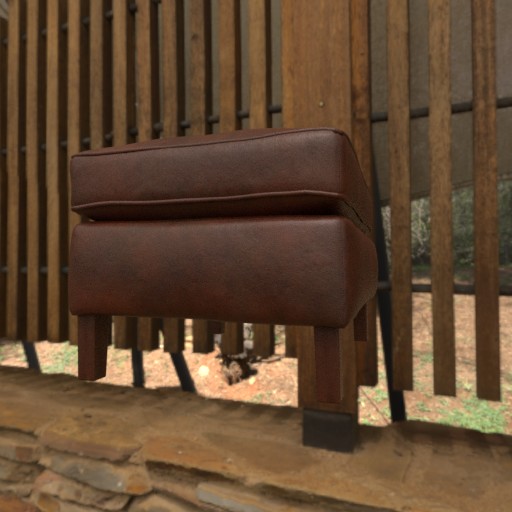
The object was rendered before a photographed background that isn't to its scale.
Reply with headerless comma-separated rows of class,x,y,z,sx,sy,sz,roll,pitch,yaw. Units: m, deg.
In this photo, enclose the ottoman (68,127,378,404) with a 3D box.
ottoman,0.000,0.000,0.971,0.501,0.432,0.665,-1,-2,18
